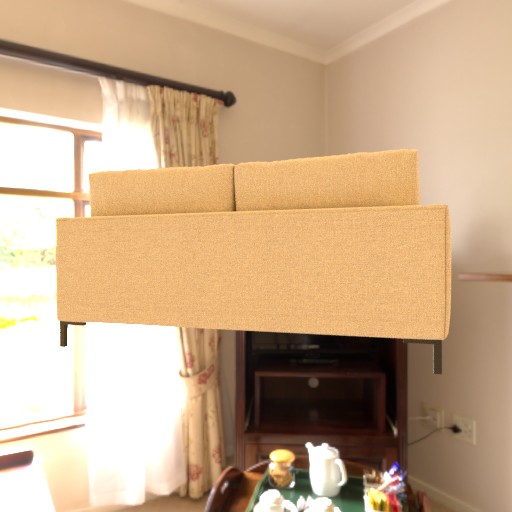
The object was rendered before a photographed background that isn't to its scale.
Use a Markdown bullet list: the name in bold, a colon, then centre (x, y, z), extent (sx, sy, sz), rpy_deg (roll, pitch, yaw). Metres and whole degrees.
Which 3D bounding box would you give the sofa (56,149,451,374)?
- **sofa**: centre (0.000, 0.000, 2.124), extent (1.651, 0.812, 0.839), rpy_deg (0, -1, 17)
